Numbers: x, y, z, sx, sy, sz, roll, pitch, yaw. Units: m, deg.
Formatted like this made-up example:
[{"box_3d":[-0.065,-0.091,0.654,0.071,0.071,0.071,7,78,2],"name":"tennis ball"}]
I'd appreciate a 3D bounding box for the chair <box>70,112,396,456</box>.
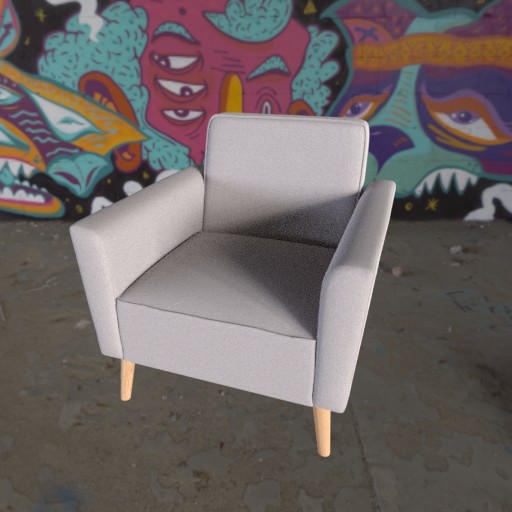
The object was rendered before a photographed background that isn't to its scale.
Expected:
[{"box_3d":[0.000,0.000,1.412,0.780,0.780,0.750,8,26,17],"name":"chair"}]
